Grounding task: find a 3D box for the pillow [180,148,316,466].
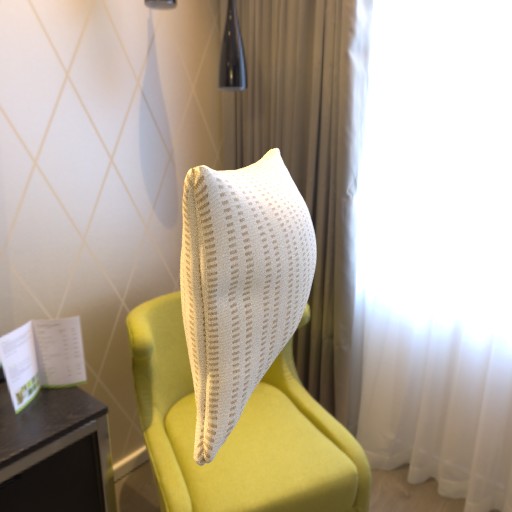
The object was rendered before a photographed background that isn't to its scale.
[{"bbox_3d":[0.000,0.000,0.781,0.210,0.353,0.640,3,15,9],"label":"pillow"}]
